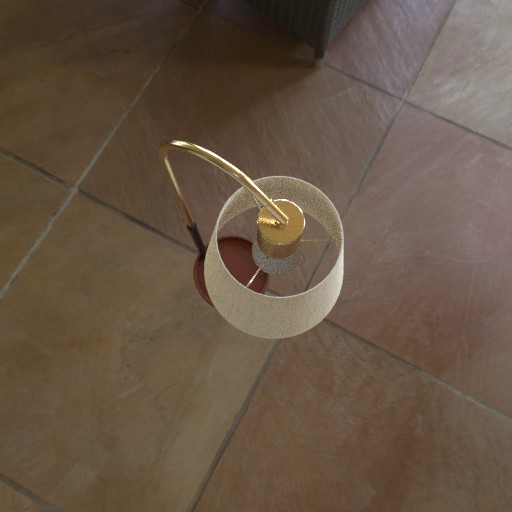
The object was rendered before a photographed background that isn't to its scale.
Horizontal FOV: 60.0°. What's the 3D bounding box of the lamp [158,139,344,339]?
[{"bbox_3d":[0.000,0.000,0.664,0.273,0.536,0.211,30,77,8],"label":"lamp"}]
